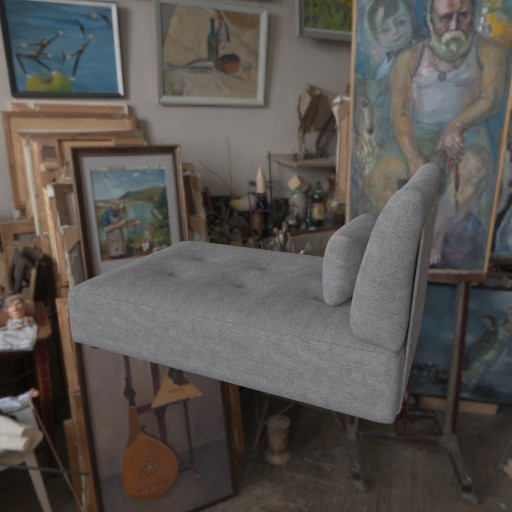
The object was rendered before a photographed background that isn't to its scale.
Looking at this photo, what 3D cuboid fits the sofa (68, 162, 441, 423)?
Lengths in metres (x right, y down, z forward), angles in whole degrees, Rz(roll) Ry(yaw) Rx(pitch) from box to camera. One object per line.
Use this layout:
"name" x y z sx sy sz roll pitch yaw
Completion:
"sofa" 0.000 0.000 2.015 1.450 0.820 0.930 8 18 24
